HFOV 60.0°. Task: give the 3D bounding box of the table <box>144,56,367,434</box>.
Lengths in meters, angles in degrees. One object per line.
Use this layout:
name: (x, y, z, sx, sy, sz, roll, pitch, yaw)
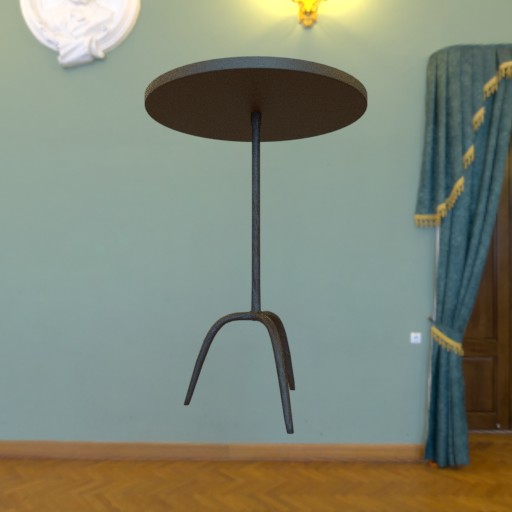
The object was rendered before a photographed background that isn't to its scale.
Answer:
table: (0.000, 0.000, 1.028, 0.502, 0.700, 0.502, 0, 0, 0)
